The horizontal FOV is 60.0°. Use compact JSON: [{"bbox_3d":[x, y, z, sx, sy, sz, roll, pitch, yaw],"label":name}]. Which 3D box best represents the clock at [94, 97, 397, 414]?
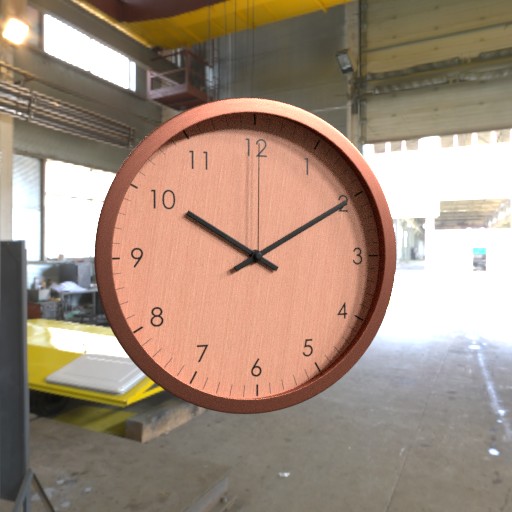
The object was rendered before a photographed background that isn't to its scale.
[{"bbox_3d":[0.000,0.000,0.458,0.313,0.313,0.040,0,1,-18],"label":"clock"}]
